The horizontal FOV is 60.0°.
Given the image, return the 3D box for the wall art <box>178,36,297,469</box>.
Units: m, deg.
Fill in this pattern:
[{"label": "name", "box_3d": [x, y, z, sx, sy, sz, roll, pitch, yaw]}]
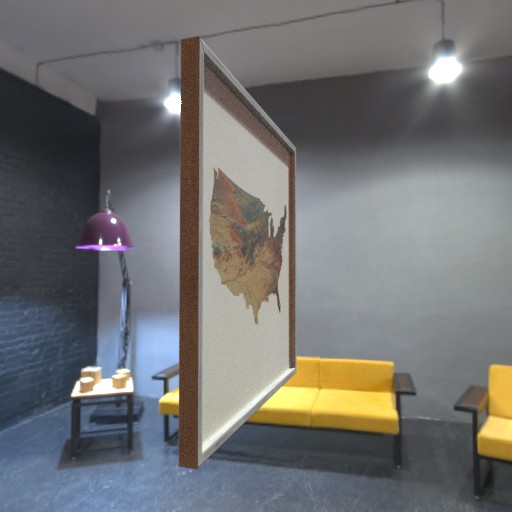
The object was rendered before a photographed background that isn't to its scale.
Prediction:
[{"label": "wall art", "box_3d": [0.000, 0.000, 0.455, 0.015, 0.303, 0.303, -1, -2, 18]}]
